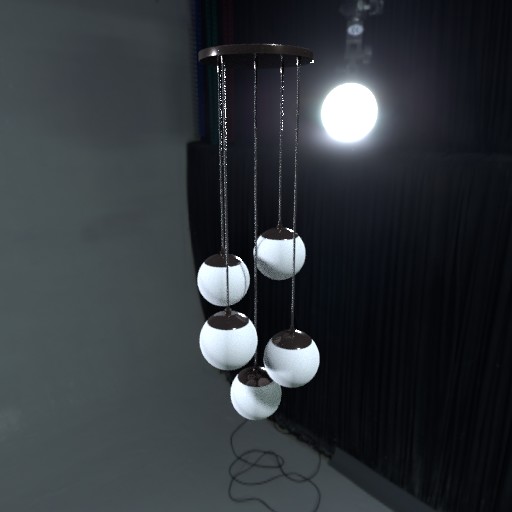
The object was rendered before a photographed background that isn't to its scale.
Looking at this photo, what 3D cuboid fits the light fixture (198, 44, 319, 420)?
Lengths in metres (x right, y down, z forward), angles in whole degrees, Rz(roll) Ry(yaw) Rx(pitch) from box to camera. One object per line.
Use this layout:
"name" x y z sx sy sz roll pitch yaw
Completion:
"light fixture" 0.000 0.000 1.514 0.489 1.271 0.484 -15 22 -42
